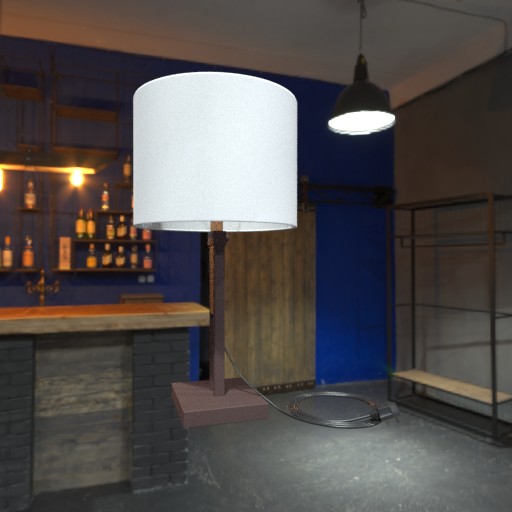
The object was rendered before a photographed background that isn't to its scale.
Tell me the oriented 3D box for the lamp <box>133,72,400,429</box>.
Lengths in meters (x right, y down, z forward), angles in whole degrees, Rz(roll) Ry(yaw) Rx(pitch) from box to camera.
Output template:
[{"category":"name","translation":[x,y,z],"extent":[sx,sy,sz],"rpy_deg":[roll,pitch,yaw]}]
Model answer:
[{"category":"lamp","translation":[0.000,0.000,0.987],"extent":[0.525,0.668,0.396],"rpy_deg":[0,0,-17]}]
